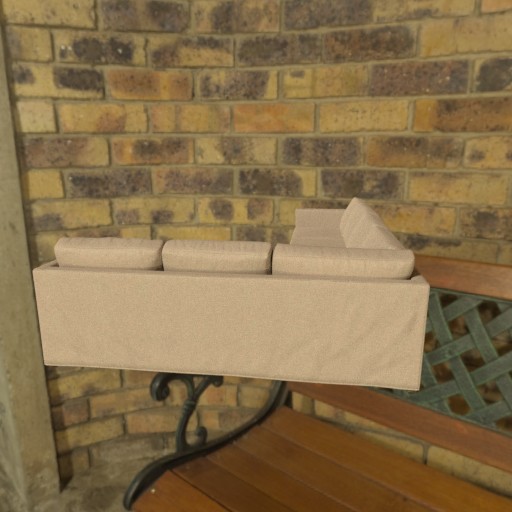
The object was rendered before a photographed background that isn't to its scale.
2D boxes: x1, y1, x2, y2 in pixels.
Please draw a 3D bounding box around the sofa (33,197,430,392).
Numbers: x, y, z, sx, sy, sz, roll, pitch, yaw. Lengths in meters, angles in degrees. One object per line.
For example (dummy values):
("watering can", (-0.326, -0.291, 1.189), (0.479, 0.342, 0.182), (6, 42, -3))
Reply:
("sofa", (0.000, 0.000, 4.210), (2.432, 0.871, 3.182), (2, 14, 8))
